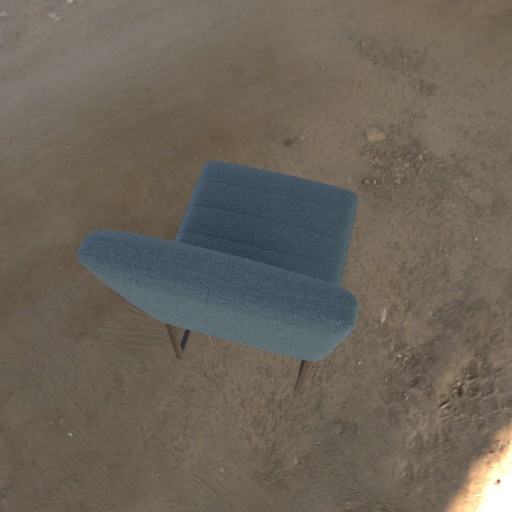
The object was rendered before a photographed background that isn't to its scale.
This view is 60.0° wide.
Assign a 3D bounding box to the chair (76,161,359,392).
[{"bbox_3d":[0.000,0.000,1.290,0.520,0.930,0.634,14,64,7],"label":"chair"}]
